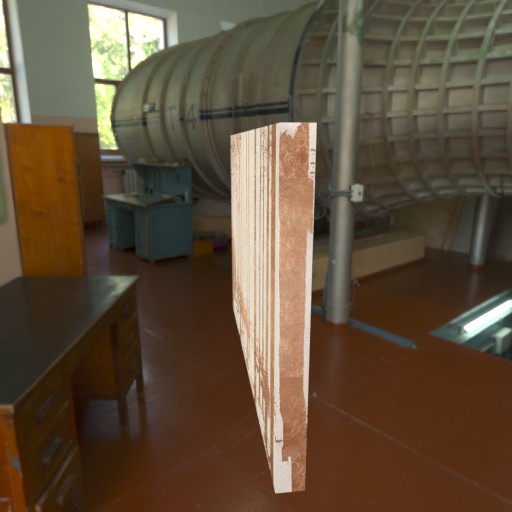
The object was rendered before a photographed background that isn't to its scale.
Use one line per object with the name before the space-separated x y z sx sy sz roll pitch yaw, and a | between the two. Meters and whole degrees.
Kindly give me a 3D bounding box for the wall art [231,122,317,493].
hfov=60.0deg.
wall art | 0.000 0.000 0.750 0.035 0.405 0.609 -2 14 -7
